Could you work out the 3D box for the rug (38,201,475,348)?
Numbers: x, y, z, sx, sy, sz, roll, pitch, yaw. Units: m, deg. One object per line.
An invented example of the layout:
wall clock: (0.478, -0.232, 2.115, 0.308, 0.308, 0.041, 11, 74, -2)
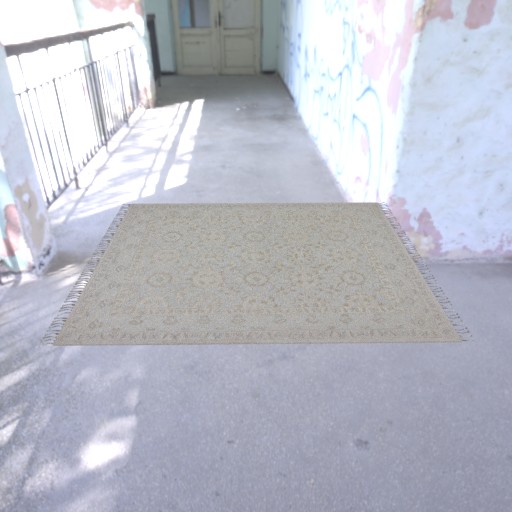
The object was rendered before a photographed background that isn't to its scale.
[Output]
rug: (0.000, 0.000, 4.101, 3.043, 0.013, 2.444, 0, 31, -1)
